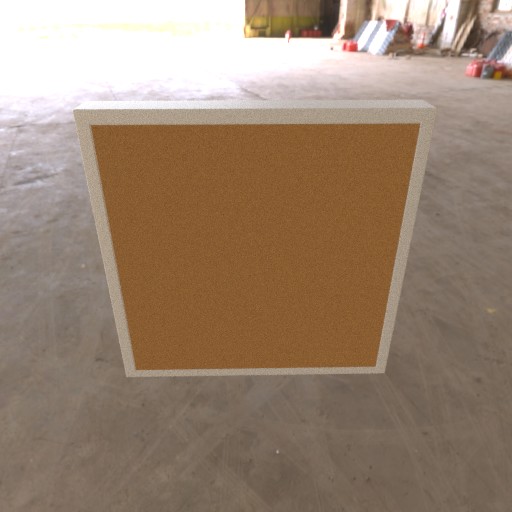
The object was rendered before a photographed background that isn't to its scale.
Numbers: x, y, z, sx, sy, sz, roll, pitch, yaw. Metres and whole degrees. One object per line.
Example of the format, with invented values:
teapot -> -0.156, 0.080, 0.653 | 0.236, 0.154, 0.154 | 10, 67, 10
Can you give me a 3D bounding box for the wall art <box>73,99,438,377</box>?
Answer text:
wall art -> 0.000, 0.000, 0.462 | 0.305, 0.305, 0.037 | -1, 30, -1
